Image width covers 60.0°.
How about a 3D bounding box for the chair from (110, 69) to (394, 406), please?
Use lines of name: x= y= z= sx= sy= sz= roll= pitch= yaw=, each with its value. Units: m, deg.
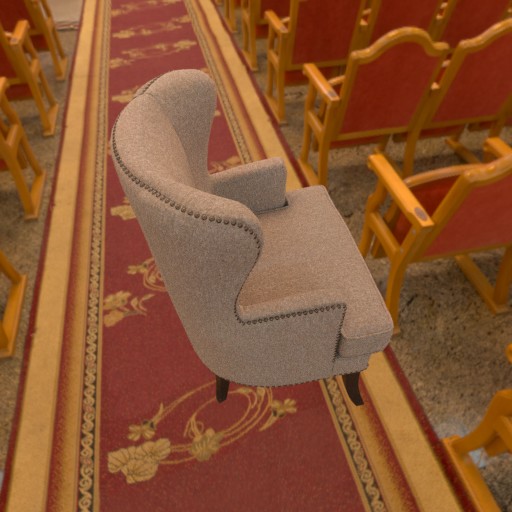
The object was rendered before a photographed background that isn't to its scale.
chair: x=0.000 y=0.000 z=1.546 sx=0.758 sy=1.060 sz=0.759 roll=-9 pitch=47 yaw=-8
